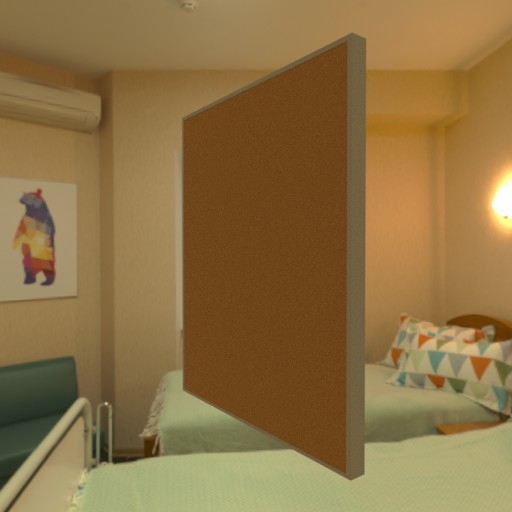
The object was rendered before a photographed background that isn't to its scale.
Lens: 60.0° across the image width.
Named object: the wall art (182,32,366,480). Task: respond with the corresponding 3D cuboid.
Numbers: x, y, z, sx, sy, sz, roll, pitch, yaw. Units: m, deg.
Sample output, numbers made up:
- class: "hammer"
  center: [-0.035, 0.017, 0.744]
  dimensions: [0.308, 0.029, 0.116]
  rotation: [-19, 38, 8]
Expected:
- class: "wall art"
  center: [0.000, 0.000, 1.015]
  dimensions: [0.055, 0.763, 0.611]
  rotation: [-1, 1, -37]
